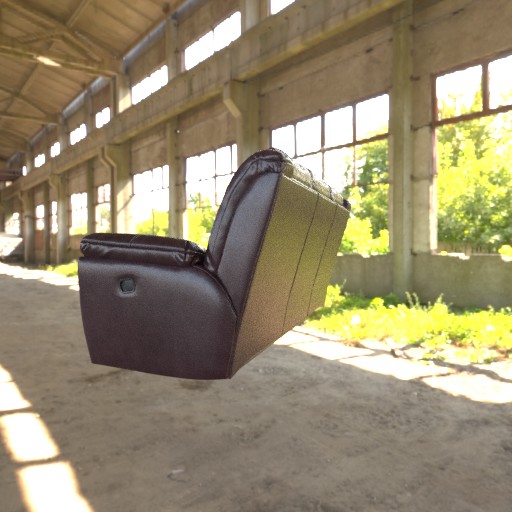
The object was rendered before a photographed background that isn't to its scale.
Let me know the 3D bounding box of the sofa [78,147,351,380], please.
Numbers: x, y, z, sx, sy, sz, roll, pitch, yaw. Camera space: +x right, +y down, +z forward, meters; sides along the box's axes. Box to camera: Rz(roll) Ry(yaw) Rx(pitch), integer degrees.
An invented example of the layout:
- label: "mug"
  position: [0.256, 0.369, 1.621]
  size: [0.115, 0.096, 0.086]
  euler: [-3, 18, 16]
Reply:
- label: "sofa"
  position: [0.000, 0.000, 2.912]
  size: [0.991, 1.043, 2.337]
  euler: [1, 2, 19]
